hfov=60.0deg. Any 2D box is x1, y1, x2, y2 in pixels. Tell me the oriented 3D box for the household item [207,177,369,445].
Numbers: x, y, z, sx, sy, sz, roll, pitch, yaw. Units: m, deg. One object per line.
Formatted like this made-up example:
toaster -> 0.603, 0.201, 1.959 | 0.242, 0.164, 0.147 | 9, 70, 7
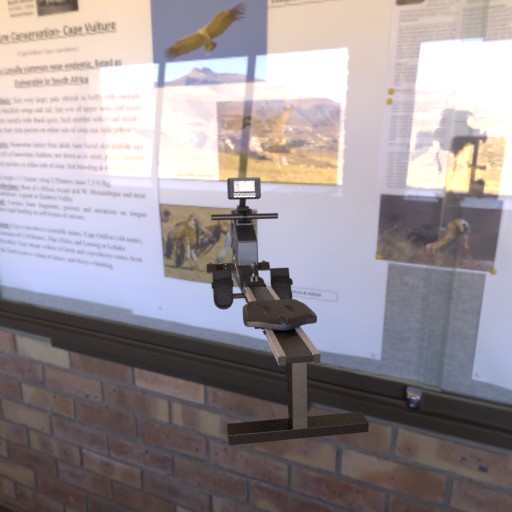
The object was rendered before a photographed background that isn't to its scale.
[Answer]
household item -> 0.000, 0.000, 2.595 | 0.521, 0.810, 2.251 | -2, 15, -8
